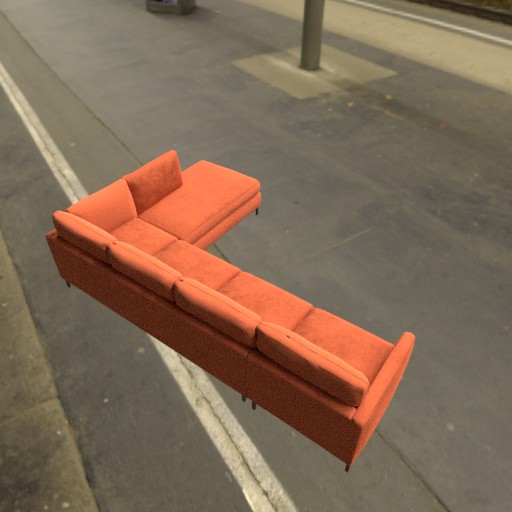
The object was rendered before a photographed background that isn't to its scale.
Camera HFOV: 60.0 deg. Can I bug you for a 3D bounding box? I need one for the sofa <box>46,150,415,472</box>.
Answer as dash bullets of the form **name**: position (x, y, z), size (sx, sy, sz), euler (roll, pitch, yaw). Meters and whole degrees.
- **sofa**: position (0.000, 0.000, 3.513), size (2.736, 0.757, 1.879), euler (25, 47, 26)
